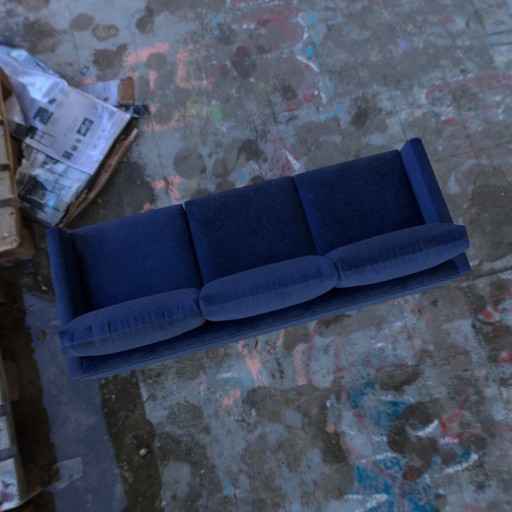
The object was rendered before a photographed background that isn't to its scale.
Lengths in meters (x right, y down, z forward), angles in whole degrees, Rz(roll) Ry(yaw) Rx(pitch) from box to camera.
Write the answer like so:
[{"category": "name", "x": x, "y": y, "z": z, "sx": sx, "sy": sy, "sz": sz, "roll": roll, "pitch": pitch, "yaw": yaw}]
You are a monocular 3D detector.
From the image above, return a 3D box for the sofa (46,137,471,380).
[{"category": "sofa", "x": 0.000, "y": 0.000, "z": 2.623, "sx": 2.252, "sy": 0.879, "sz": 0.875, "roll": -15, "pitch": 77, "yaw": -3}]
